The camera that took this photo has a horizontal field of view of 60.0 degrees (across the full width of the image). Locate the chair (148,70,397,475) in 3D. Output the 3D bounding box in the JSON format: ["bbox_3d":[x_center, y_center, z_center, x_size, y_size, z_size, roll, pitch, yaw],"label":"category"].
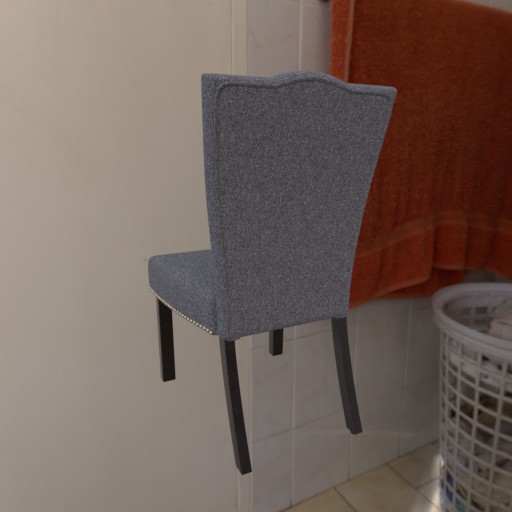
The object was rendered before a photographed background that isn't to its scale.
[{"bbox_3d":[0.000,0.000,1.301,0.518,0.946,0.589,-7,16,-26],"label":"chair"}]
